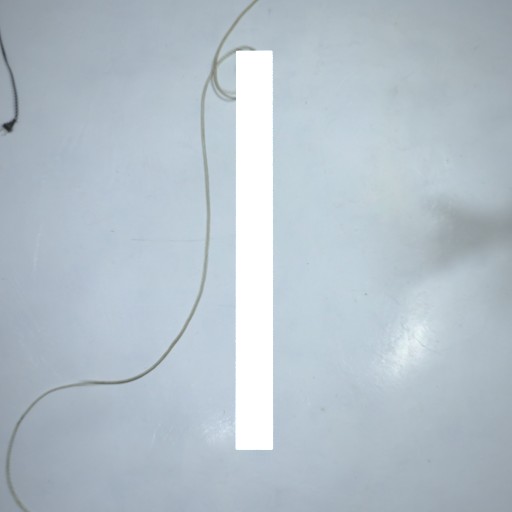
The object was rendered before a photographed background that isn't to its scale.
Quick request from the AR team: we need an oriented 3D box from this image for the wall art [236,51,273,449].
[{"bbox_3d":[0.000,0.000,0.759,0.038,0.611,0.408,0,88,0],"label":"wall art"}]
